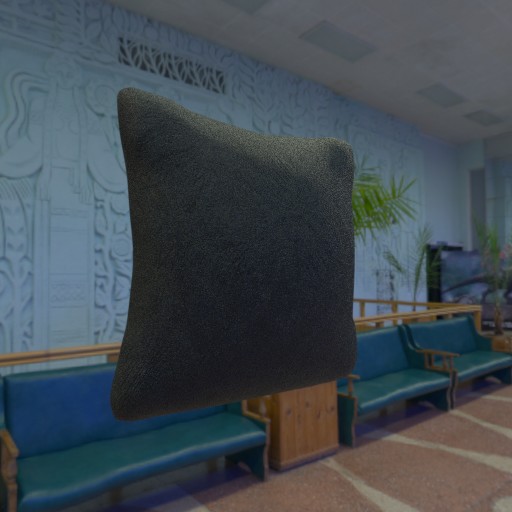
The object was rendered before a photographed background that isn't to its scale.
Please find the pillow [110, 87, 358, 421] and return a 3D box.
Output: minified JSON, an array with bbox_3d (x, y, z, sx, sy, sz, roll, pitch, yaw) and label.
[{"bbox_3d":[0.000,0.000,0.828,0.533,0.523,0.210,2,-3,-36],"label":"pillow"}]
